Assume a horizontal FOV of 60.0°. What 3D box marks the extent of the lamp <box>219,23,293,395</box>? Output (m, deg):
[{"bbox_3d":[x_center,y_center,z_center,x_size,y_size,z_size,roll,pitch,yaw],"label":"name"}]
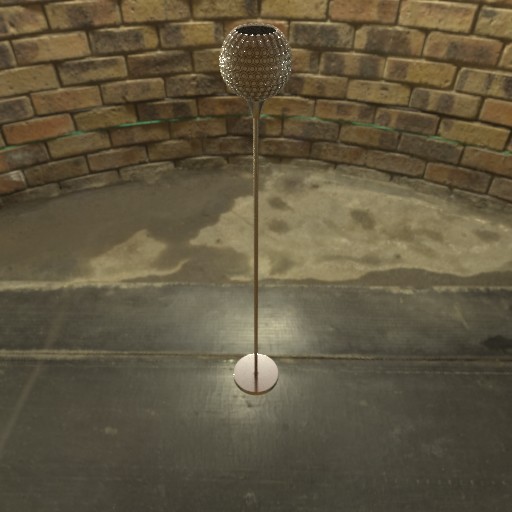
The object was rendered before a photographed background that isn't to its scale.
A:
[{"bbox_3d":[0.000,0.000,1.921,0.254,1.805,0.254,0,41,0],"label":"lamp"}]
